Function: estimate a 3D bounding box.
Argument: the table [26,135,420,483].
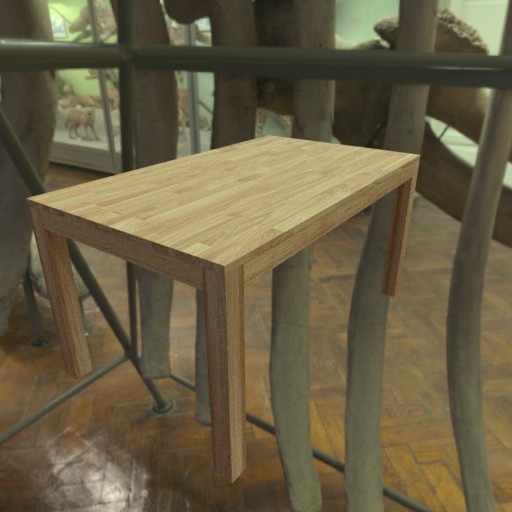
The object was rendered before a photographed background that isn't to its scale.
[{"bbox_3d":[0.000,0.000,2.023,0.900,0.770,1.500,17,30,32],"label":"table"}]
